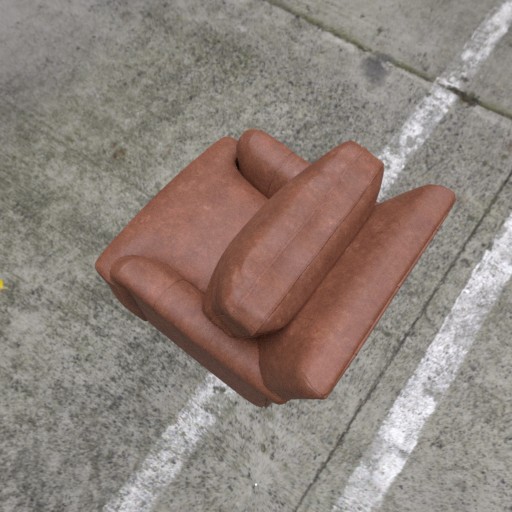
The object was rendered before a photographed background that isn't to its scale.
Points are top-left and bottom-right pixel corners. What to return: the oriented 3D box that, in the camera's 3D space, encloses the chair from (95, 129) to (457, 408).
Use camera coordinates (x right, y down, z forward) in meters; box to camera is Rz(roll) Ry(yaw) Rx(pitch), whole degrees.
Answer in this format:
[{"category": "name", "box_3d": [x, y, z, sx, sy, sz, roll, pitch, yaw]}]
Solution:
[{"category": "chair", "box_3d": [0.000, 0.000, 1.974, 1.158, 1.055, 0.986, 34, 68, 16]}]
